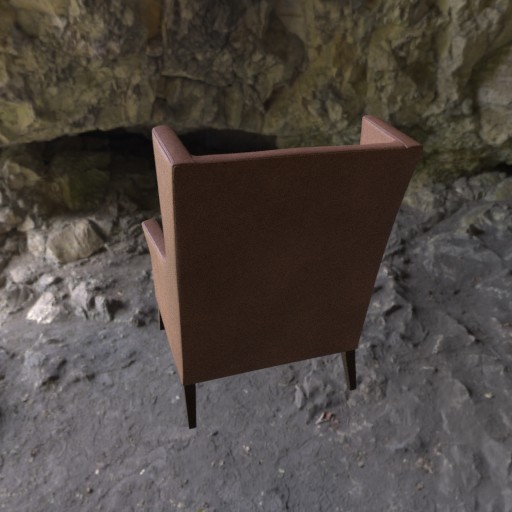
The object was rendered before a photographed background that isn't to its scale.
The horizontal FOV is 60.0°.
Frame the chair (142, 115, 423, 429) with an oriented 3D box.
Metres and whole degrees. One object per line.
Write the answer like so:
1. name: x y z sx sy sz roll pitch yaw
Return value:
1. chair: 0.000 0.000 1.749 0.815 1.088 0.913 -8 27 -16
